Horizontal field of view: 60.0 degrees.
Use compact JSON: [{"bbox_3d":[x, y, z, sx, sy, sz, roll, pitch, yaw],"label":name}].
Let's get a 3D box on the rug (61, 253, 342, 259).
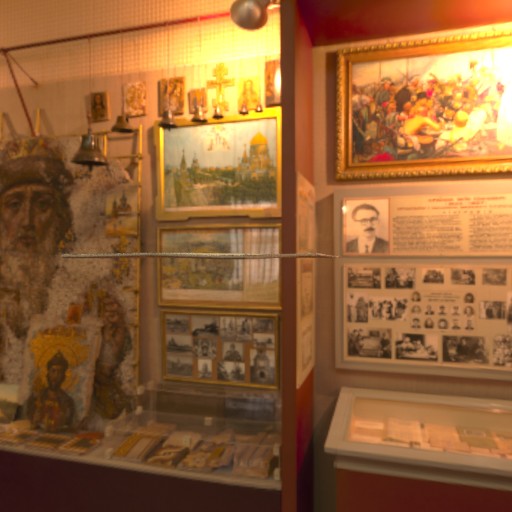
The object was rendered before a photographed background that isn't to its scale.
[{"bbox_3d":[0.000,0.000,2.566,0.692,0.032,2.320,0,0,18],"label":"rug"}]
